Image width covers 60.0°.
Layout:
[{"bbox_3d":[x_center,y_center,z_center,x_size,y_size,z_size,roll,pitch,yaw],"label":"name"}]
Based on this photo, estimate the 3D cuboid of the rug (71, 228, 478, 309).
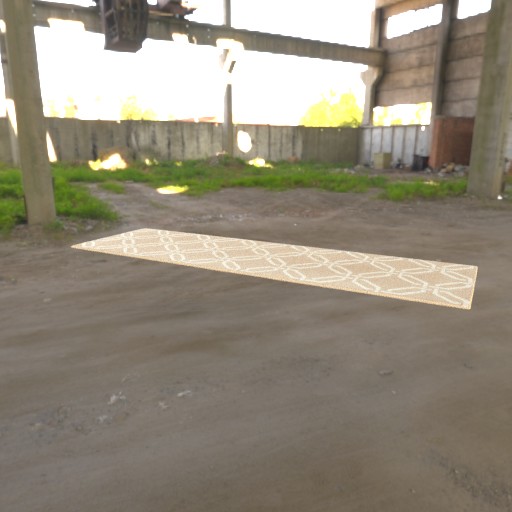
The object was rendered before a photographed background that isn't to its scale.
[{"bbox_3d":[0.000,0.000,2.554,2.276,0.014,0.678,8,16,27],"label":"rug"}]
